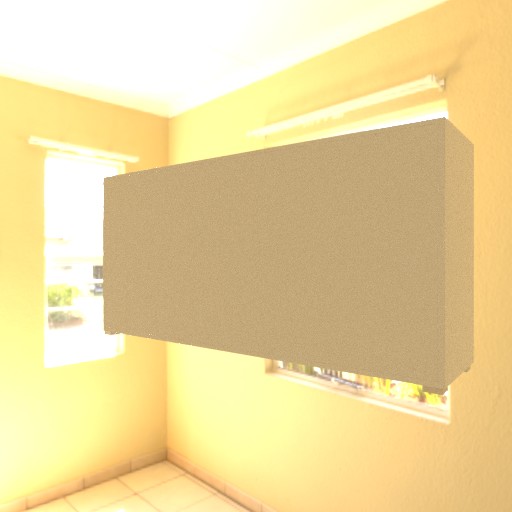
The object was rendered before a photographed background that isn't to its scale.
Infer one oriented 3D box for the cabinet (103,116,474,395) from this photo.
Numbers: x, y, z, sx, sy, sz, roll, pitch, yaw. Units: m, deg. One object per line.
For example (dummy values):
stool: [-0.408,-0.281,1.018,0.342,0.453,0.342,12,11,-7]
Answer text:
cabinet: [0.000,0.000,1.922,1.650,0.800,0.400,0,0,37]
